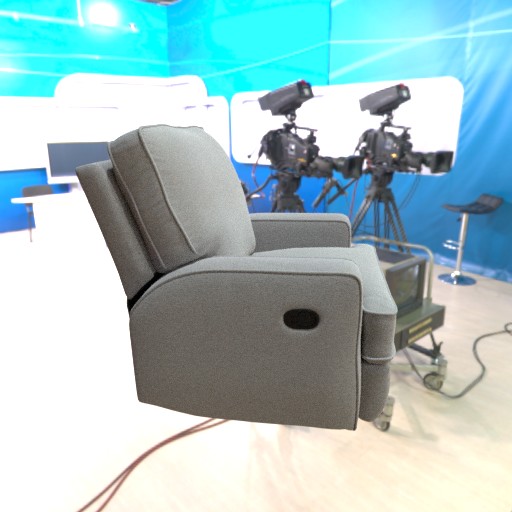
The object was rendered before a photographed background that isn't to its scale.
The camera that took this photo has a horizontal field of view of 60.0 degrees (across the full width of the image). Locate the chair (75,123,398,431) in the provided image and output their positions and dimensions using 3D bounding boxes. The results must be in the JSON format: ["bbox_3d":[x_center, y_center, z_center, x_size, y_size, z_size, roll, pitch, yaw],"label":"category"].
[{"bbox_3d":[0.000,0.000,1.681,0.969,0.964,0.861,3,17,9],"label":"chair"}]
